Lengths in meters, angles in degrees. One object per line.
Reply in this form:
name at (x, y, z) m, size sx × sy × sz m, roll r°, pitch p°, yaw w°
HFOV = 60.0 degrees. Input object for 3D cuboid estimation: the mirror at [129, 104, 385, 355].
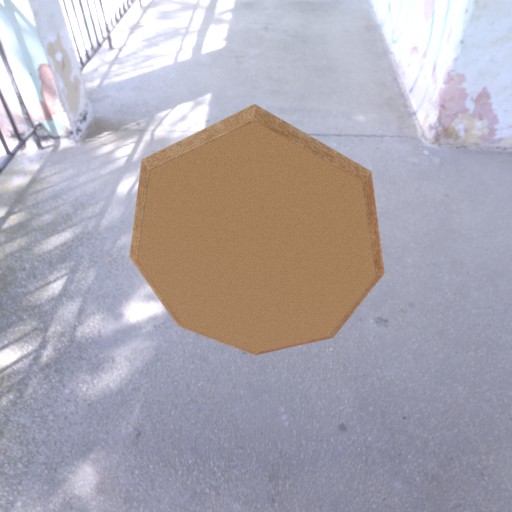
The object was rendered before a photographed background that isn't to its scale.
mirror at (0.000, 0.000, 1.019) m, size 0.577 × 0.774 × 0.070 m, roll 4°, pitch 47°, yaw 3°
